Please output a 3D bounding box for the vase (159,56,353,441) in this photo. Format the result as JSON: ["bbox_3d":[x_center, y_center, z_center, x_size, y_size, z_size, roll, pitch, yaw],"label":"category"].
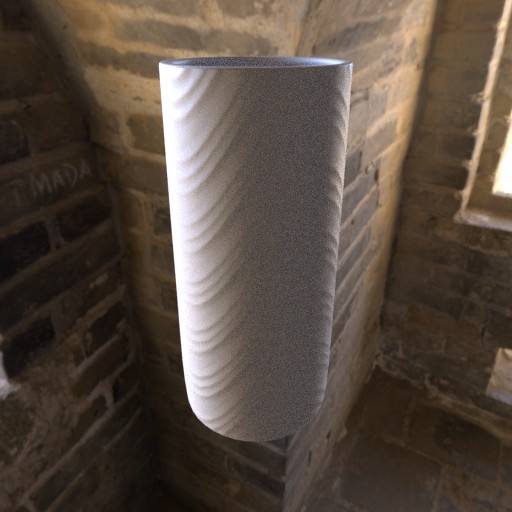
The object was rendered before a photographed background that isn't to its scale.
[{"bbox_3d":[0.000,0.000,0.391,0.143,0.316,0.143,0,27,0],"label":"vase"}]
